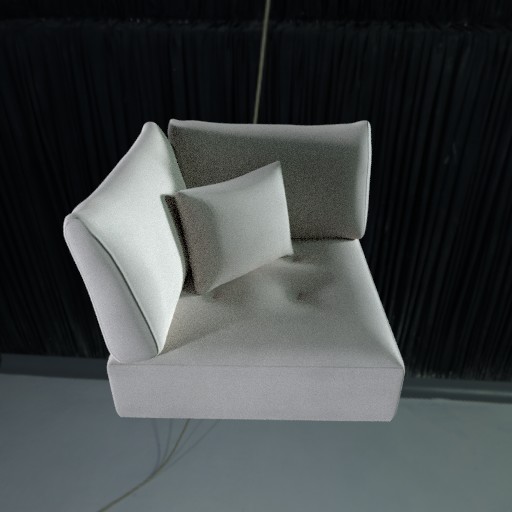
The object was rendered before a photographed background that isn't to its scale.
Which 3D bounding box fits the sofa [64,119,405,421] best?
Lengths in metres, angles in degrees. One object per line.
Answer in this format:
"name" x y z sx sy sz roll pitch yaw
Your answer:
"sofa" 0.000 0.000 1.738 1.000 0.820 1.000 1 31 1
